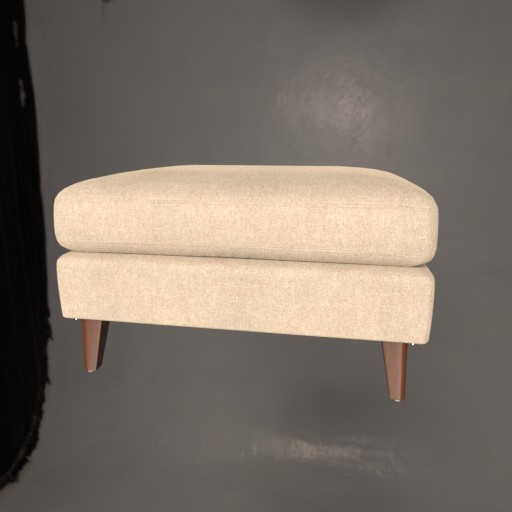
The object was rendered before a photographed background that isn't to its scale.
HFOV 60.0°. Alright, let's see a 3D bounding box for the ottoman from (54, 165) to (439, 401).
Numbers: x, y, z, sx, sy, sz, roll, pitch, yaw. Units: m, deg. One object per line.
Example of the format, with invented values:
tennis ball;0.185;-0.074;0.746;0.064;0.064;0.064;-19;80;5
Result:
ottoman;0.000;0.000;1.221;0.823;0.478;0.610;3;14;10
